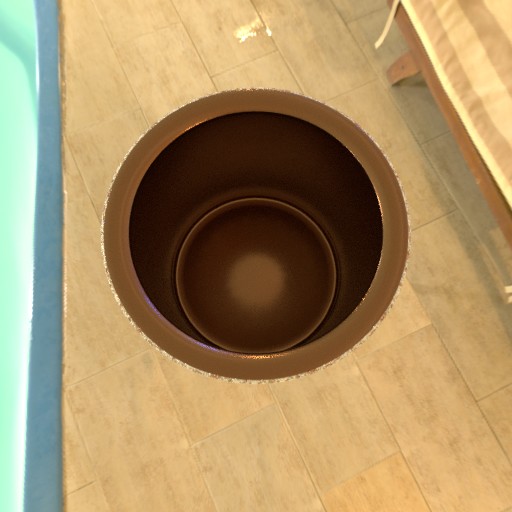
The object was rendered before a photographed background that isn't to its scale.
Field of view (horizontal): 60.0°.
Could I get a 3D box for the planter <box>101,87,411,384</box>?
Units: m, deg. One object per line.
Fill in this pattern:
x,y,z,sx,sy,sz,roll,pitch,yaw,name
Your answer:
0.000,0.000,0.198,0.109,0.096,0.109,0,76,0,planter
